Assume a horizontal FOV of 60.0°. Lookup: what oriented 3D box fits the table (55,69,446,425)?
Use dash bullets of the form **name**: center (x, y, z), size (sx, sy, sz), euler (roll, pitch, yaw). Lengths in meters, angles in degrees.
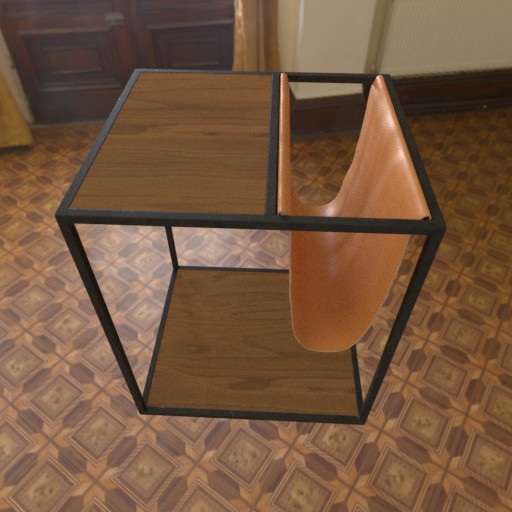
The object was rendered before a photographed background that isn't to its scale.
- **table**: center (0.000, 0.000, 0.834), size (0.450, 0.536, 0.399), euler (2, 46, 2)
